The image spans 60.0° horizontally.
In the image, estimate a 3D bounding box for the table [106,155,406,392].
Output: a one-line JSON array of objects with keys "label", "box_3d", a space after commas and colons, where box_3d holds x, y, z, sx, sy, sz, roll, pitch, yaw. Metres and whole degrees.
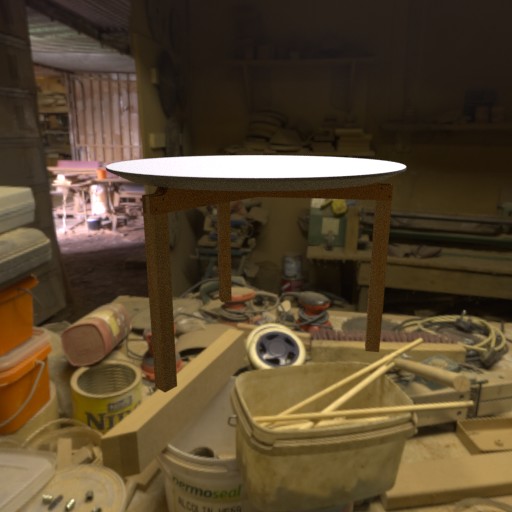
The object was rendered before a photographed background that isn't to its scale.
[{"label": "table", "box_3d": [0.000, 0.000, 0.986, 0.600, 0.405, 0.600, 0, 16, 0]}]
